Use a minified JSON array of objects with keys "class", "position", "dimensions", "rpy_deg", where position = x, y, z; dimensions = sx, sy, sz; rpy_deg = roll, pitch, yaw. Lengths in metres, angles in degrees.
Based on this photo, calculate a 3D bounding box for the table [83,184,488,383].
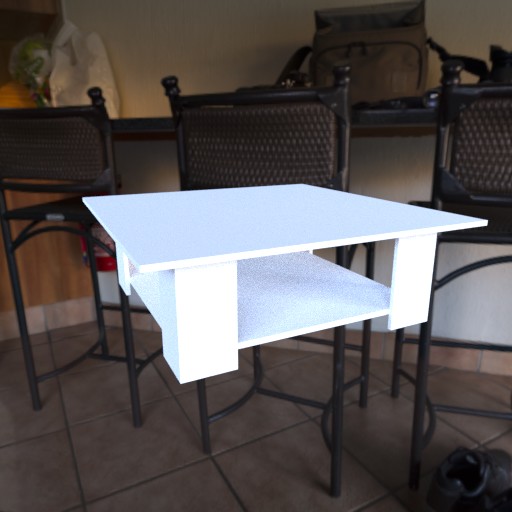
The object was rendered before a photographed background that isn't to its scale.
[{"class":"table","position":[0.000,0.000,1.374],"dimensions":[0.890,0.305,0.890],"rpy_deg":[-8,18,-25]}]
